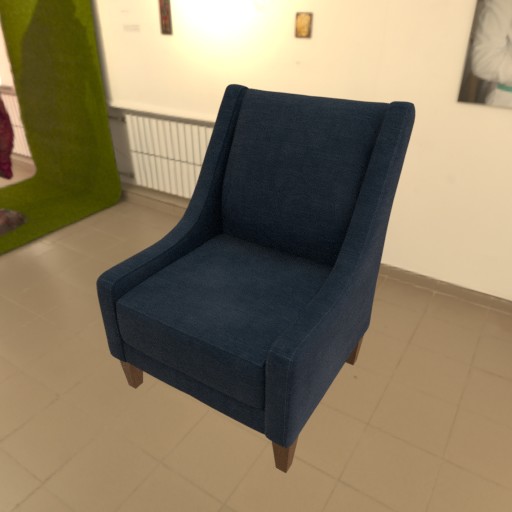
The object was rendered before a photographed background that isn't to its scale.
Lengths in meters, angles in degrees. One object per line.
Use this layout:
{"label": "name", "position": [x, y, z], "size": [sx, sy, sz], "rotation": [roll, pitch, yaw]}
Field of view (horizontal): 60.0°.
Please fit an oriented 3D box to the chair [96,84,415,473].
{"label": "chair", "position": [0.000, 0.000, 1.593], "size": [0.774, 1.014, 0.870], "rotation": [17, 34, 28]}
